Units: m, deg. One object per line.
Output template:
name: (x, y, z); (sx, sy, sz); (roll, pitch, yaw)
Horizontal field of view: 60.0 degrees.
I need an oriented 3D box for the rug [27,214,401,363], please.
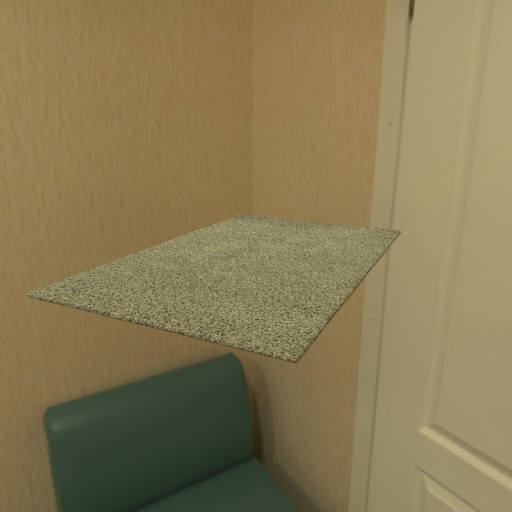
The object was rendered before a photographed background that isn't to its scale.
rug: (0.000, 0.000, 3.498); (1.778, 0.030, 2.743); (8, 18, 25)
